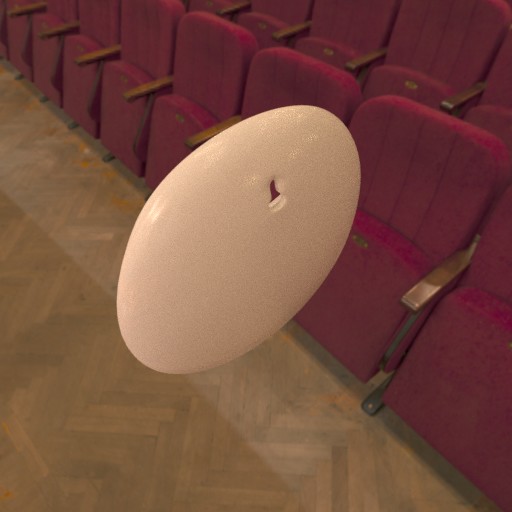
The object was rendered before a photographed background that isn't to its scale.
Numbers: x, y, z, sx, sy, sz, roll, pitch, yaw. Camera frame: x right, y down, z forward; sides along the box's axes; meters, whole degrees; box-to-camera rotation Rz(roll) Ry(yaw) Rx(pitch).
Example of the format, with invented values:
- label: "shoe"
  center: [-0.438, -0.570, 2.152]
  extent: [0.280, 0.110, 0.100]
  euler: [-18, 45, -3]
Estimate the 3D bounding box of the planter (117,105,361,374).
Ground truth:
- label: "planter"
  center: [0.000, 0.000, 0.277]
  extent: [0.185, 0.188, 0.043]
  euler: [-31, 53, -26]
